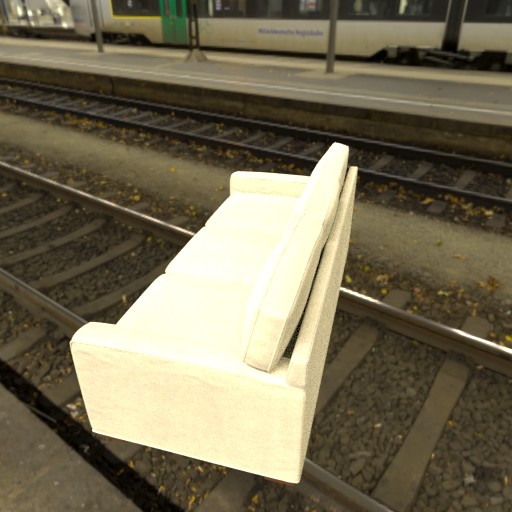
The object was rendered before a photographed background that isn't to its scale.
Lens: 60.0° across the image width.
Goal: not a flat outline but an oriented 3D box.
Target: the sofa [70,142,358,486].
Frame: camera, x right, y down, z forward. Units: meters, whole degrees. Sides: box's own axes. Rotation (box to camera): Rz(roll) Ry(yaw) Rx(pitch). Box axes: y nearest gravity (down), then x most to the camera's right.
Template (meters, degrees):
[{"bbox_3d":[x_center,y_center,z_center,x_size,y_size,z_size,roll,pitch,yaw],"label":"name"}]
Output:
[{"bbox_3d":[0.000,0.000,2.522,0.936,0.862,2.093,8,30,14],"label":"sofa"}]
